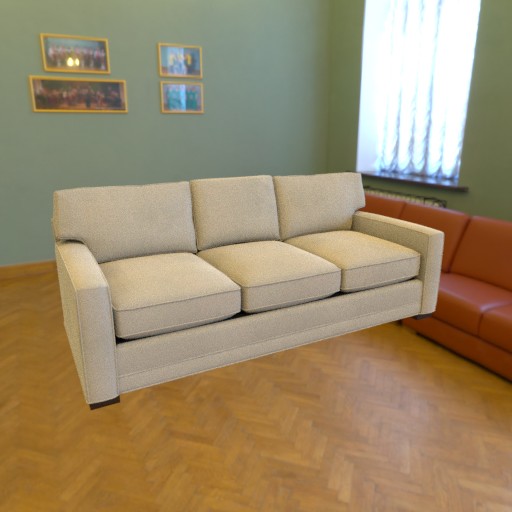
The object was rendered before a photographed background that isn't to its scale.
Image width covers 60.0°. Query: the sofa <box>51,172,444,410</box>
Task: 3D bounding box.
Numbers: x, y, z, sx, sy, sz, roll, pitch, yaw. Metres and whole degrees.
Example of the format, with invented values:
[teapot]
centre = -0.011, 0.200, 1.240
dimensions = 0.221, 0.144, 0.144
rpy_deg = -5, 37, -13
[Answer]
[sofa]
centre = 0.000, 0.000, 2.598
dimensions = 2.088, 0.862, 0.935
rpy_deg = -8, 18, -27
